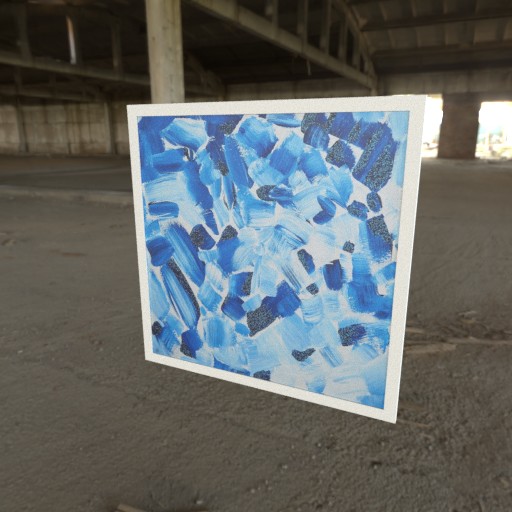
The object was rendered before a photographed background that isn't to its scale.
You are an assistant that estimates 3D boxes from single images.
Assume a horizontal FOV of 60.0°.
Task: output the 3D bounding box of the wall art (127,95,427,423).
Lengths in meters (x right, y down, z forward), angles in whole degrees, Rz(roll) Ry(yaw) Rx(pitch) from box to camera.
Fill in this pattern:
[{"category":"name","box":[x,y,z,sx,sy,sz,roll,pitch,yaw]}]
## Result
[{"category":"wall art","box":[0.000,0.000,0.997,0.660,0.660,0.015,7,17,24]}]
